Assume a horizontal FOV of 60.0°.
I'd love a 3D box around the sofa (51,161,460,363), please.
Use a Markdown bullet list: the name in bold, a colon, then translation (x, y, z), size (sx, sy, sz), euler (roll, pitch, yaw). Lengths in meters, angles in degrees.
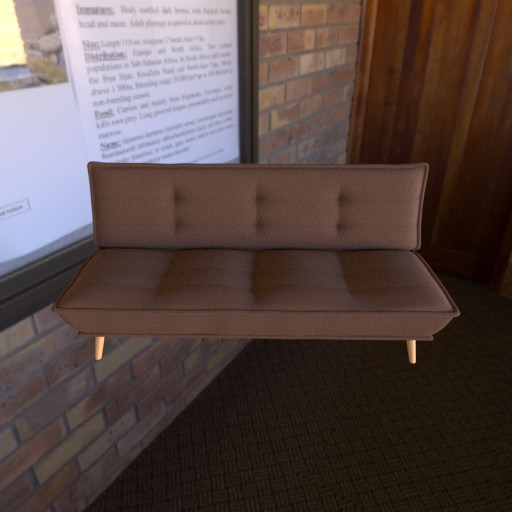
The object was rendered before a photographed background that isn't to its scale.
- **sofa**: translation (0.000, 0.000, 2.465), size (1.940, 0.890, 0.950), euler (0, 29, 1)
